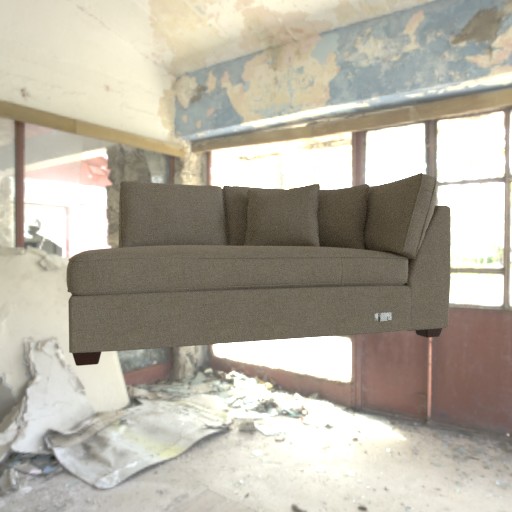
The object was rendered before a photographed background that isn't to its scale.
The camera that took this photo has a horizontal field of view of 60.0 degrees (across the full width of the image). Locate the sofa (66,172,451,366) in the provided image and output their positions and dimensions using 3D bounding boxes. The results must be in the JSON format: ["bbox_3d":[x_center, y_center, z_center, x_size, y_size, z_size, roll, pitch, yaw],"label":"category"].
[{"bbox_3d":[0.000,0.000,2.896,2.238,1.019,1.110,0,1,-18],"label":"sofa"}]
